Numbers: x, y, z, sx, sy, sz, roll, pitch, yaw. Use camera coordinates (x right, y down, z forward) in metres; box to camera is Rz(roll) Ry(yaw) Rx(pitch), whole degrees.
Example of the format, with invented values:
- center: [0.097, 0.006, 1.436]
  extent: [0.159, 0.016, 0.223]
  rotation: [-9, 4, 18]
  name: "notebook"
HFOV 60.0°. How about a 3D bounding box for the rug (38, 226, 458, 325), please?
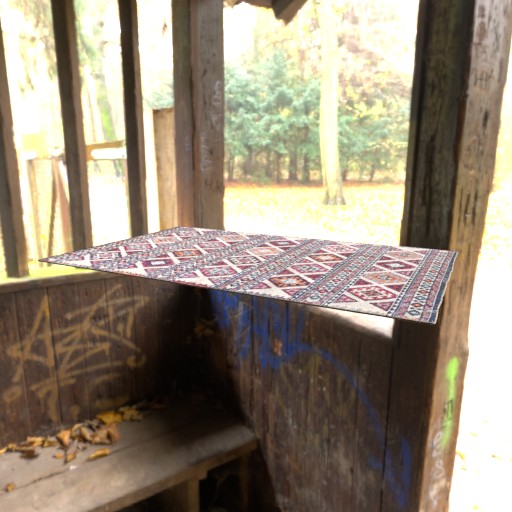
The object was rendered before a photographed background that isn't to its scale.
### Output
- center: [0.000, 0.000, 3.021]
  extent: [2.440, 0.010, 1.545]
  rotation: [7, 15, 26]
  name: "rug"
